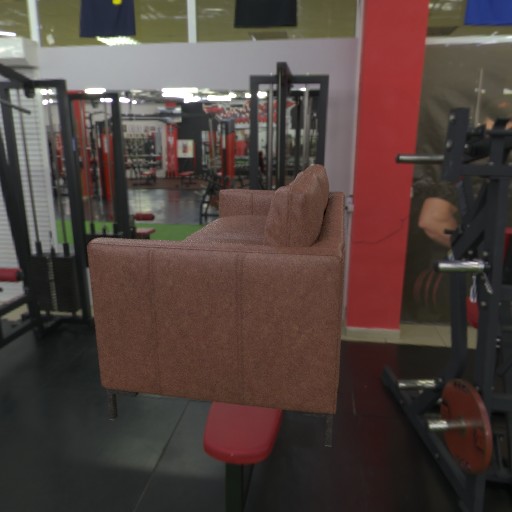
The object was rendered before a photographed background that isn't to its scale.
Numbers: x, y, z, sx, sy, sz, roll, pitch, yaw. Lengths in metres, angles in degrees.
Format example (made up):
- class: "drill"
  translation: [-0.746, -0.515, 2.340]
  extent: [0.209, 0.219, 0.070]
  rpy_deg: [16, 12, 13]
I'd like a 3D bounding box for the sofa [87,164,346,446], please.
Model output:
- class: "sofa"
  translation: [0.000, 0.000, 2.305]
  extent: [0.899, 0.883, 1.797]
  rpy_deg: [3, 15, 10]
